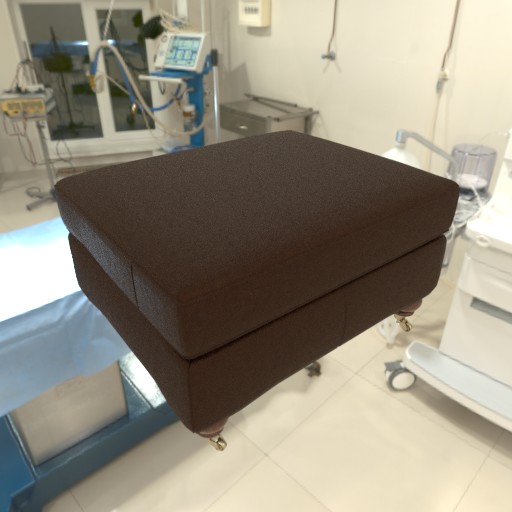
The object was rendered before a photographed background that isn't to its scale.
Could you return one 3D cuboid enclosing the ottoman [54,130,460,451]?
[{"bbox_3d":[0.000,0.000,1.779,1.187,0.730,0.967,-22,37,-32],"label":"ottoman"}]
